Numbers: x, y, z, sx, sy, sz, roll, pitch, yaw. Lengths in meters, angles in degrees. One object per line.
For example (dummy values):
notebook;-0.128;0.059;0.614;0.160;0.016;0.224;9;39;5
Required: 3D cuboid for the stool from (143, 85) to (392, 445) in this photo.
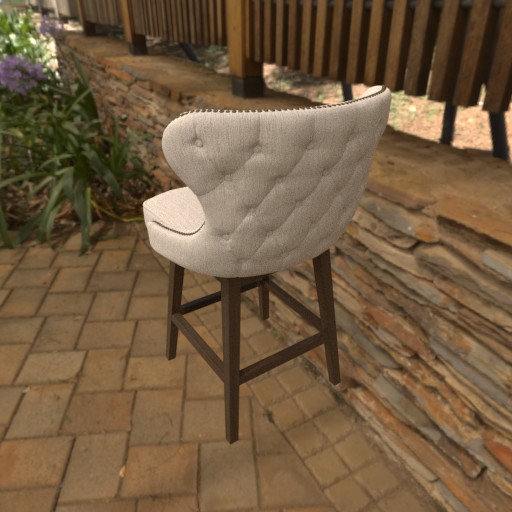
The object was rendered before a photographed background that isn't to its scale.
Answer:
stool;0.000;0.000;1.328;0.615;0.972;0.597;-19;35;-29
